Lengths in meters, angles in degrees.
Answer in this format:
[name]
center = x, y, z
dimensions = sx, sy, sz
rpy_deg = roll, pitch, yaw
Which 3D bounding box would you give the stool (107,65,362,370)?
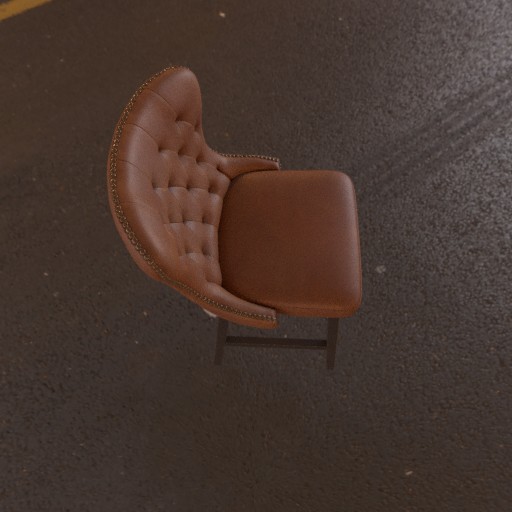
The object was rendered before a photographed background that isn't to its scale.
[stool]
center = 0.000, 0.000, 1.308
dimensions = 0.593, 0.971, 0.528
rpy_deg = 2, 63, 1
